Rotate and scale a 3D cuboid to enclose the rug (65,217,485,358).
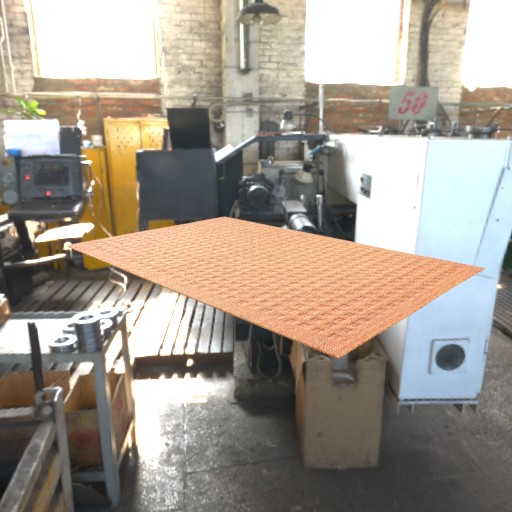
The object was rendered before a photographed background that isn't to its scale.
[{"bbox_3d":[0.000,0.000,2.178,1.747,0.006,1.143,15,22,42],"label":"rug"}]
